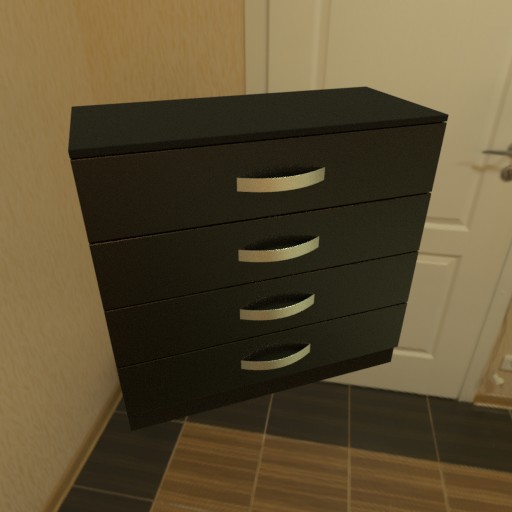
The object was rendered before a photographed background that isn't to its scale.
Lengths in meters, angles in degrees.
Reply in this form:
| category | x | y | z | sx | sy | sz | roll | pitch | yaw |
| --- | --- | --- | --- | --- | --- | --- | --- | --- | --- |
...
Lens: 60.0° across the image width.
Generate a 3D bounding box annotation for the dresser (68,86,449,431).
| category | x | y | z | sx | sy | sz | roll | pitch | yaw |
| --- | --- | --- | --- | --- | --- | --- | --- | --- | --- |
| dresser | 0.000 | 0.000 | 1.134 | 0.750 | 0.720 | 0.360 | -10 | 32 | -16 |
